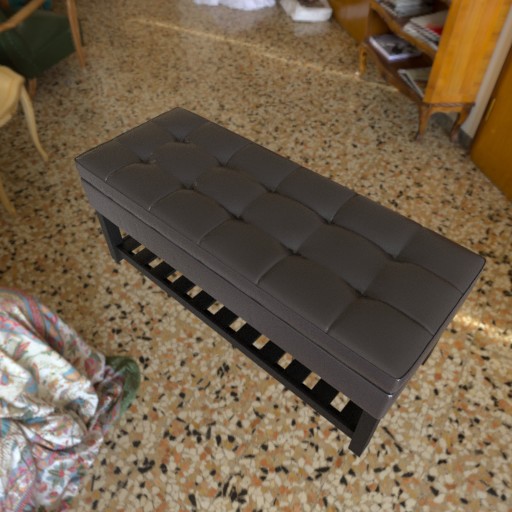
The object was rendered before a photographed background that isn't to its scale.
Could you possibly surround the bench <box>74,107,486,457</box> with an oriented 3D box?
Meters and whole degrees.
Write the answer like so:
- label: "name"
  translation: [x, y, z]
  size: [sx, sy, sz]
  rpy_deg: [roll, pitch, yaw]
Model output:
- label: "bench"
  translation: [0.000, 0.000, 1.338]
  size: [1.105, 0.460, 0.432]
  rpy_deg: [33, 55, 27]
